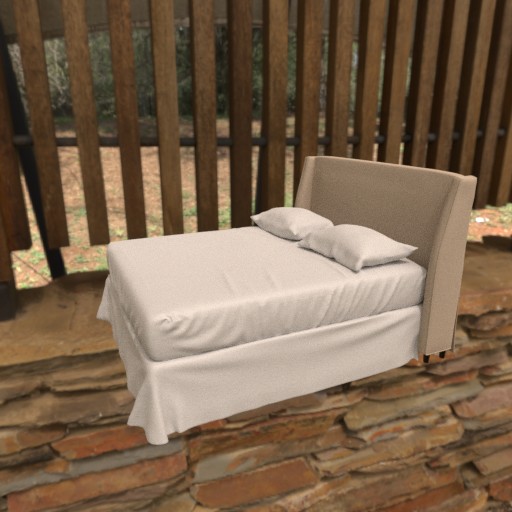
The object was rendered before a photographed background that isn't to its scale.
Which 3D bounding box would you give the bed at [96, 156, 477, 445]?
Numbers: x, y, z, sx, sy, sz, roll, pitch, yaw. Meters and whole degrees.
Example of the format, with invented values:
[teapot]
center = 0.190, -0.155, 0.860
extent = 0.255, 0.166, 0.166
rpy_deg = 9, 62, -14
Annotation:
[bed]
center = 0.000, 0.000, 3.385
extent = 2.276, 1.332, 1.925
rpy_deg = -8, 19, -24
